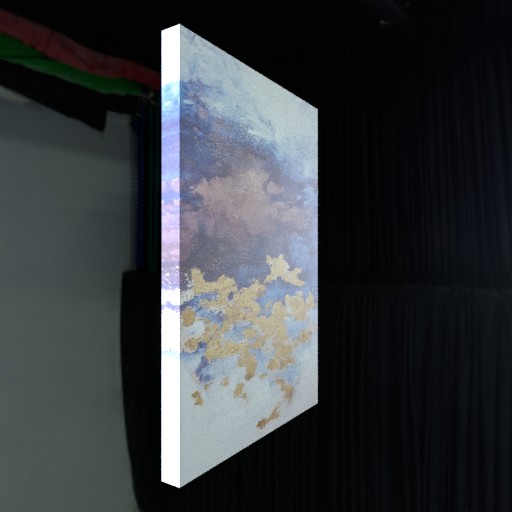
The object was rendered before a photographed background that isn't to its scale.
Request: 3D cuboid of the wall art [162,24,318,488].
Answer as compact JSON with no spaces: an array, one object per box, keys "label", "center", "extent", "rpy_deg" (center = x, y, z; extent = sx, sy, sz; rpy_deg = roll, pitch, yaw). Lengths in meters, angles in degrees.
[{"label":"wall art","center":[0.000,0.000,1.089],"extent":[0.048,0.874,0.583],"rpy_deg":[0,0,34]}]
